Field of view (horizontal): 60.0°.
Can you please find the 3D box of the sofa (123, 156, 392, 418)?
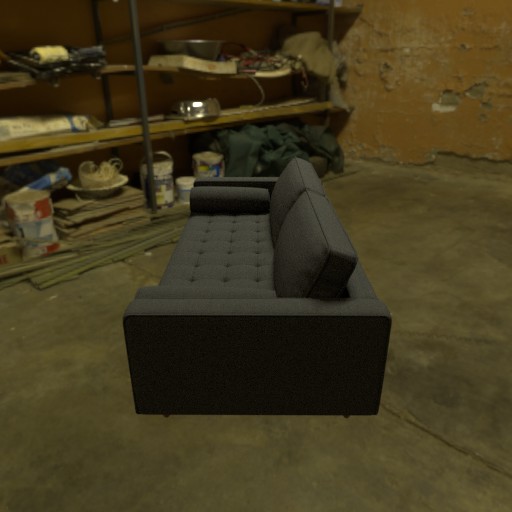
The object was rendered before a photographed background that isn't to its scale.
[{"bbox_3d":[0.000,0.000,2.369,0.914,0.759,1.875,0,24,0],"label":"sofa"}]
